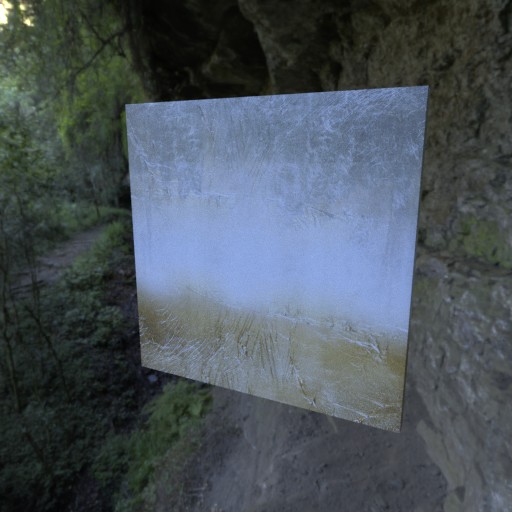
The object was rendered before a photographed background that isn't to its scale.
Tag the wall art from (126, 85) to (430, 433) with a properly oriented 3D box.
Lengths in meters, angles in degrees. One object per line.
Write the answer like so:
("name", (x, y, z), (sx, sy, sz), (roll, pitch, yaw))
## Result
("wall art", (0.000, 0.000, 1.609), (1.092, 1.091, 0.051), (6, 14, 26))
